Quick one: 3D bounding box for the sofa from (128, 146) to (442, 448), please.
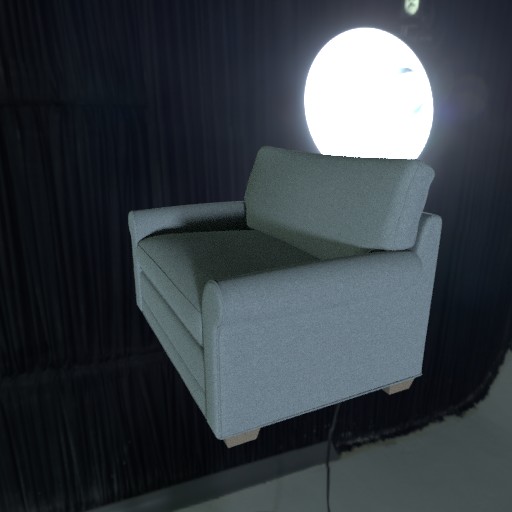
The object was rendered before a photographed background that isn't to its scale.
[{"bbox_3d":[0.000,0.000,2.088,0.940,0.953,1.410,-8,18,-25],"label":"sofa"}]
